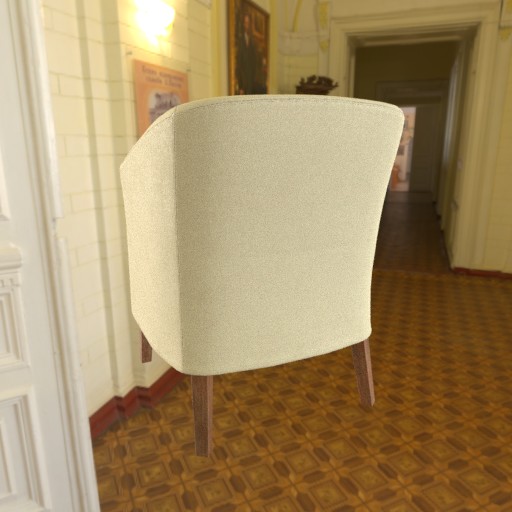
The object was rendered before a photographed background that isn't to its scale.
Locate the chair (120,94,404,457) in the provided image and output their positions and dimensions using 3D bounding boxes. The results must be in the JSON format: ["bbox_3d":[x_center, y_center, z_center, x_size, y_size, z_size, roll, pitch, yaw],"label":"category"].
[{"bbox_3d":[0.000,0.000,1.279,0.643,0.822,0.657,-7,16,-24],"label":"chair"}]
